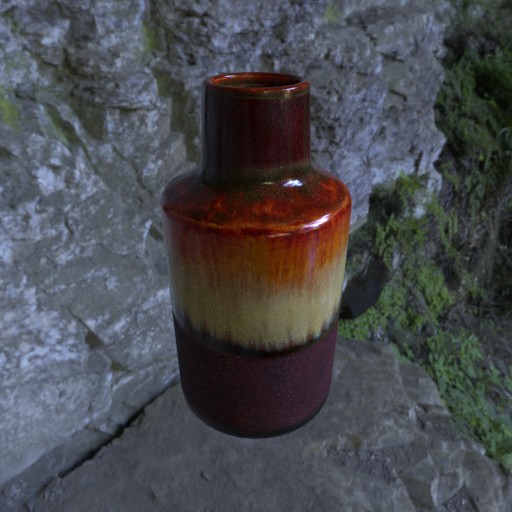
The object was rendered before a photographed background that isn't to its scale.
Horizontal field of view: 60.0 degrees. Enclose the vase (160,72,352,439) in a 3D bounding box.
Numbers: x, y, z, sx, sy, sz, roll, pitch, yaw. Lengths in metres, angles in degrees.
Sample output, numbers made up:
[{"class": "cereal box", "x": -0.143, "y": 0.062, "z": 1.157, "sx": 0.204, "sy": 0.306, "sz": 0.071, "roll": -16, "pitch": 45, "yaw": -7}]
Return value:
[{"class": "vase", "x": 0.000, "y": 0.000, "z": 0.272, "sx": 0.108, "sy": 0.204, "sz": 0.108, "roll": 0, "pitch": 30, "yaw": 0}]
